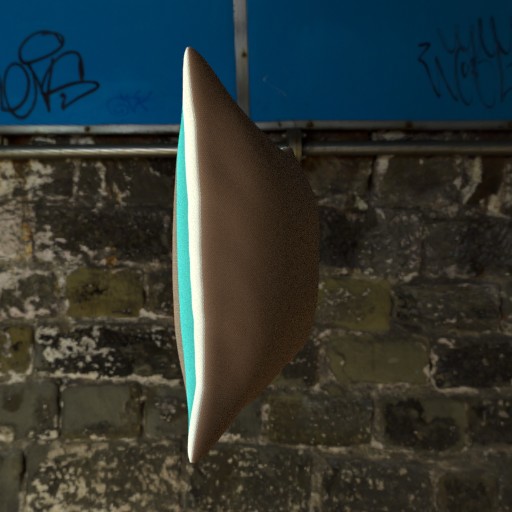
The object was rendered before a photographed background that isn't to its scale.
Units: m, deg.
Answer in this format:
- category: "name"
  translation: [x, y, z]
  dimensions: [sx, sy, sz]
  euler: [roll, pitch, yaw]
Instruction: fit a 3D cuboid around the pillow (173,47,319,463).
- category: "pillow"
  translation: [0.000, 0.000, 0.683]
  dimensions: [0.168, 0.443, 0.453]
  euler: [0, 0, 18]
